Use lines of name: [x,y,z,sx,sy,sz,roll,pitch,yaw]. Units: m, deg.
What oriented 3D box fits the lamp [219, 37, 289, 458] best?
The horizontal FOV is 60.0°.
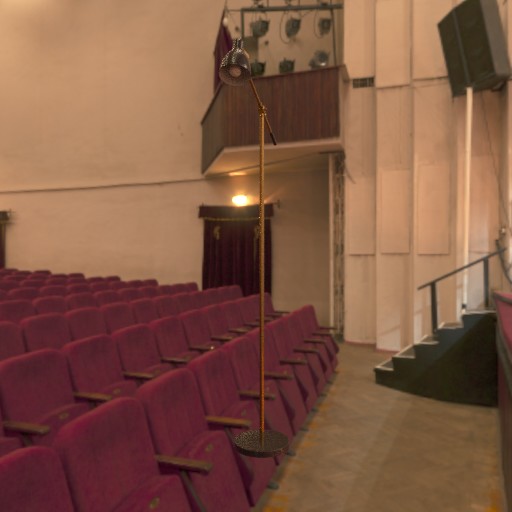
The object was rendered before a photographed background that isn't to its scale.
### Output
lamp: [0.000,0.000,1.834,0.235,1.628,0.618,0,-1,18]
